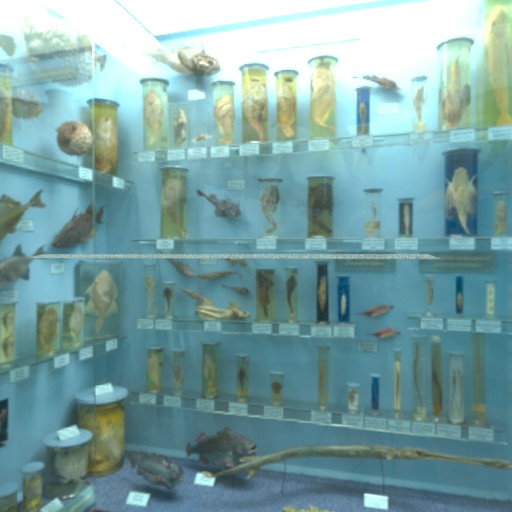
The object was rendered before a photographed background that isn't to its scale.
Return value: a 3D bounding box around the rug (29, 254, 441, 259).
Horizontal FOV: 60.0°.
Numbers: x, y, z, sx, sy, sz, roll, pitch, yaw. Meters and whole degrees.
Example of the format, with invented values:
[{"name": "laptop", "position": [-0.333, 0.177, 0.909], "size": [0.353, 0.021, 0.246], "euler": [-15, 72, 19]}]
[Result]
[{"name": "rug", "position": [0.000, 0.000, 4.007], "size": [2.933, 0.027, 2.332], "euler": [0, 0, 18]}]
